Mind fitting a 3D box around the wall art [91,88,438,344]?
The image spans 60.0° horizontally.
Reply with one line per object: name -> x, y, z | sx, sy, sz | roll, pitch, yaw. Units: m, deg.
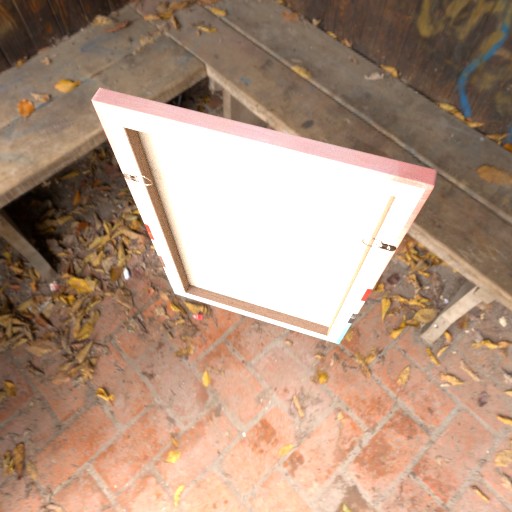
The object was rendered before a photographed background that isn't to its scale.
wall art -> 0.000, 0.000, 1.164 | 0.610, 0.914, 0.038 | 16, 64, 8
